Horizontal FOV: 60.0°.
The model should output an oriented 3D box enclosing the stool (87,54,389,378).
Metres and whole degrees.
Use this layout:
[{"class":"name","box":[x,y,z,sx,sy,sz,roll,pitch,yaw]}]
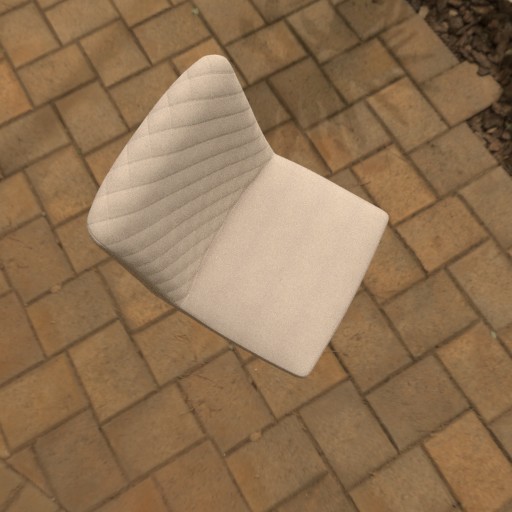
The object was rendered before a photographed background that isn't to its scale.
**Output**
[{"class":"stool","box":[0.000,0.000,1.297,0.576,0.973,0.507,29,78,7]}]
